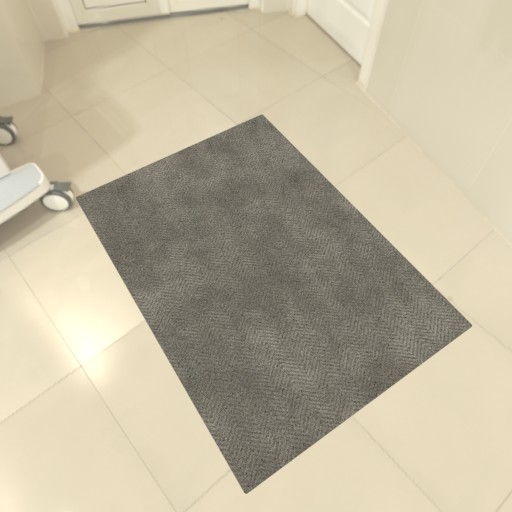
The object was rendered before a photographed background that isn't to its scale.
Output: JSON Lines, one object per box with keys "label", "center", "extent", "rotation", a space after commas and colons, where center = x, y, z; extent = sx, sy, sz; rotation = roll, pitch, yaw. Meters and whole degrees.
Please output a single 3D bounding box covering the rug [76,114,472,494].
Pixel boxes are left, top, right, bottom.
{"label": "rug", "center": [0.000, 0.000, 2.887], "extent": [1.600, 0.008, 2.235], "rotation": [-29, 62, -17]}
